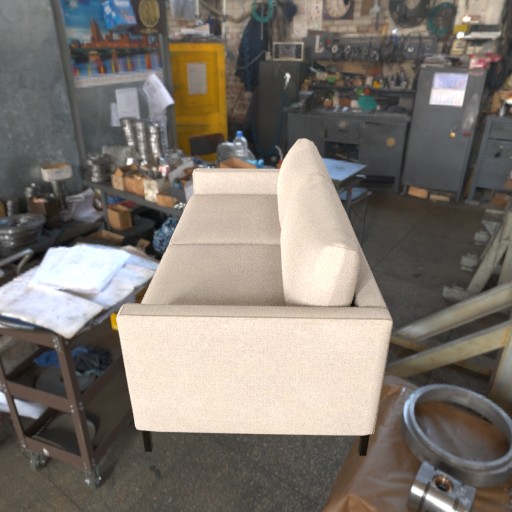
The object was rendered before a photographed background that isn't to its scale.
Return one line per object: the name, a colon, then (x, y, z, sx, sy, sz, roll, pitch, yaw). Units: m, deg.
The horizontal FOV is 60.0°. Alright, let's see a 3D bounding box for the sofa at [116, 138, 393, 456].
sofa: (0.000, 0.000, 2.166, 0.875, 0.840, 1.682, 1, 27, 1)
